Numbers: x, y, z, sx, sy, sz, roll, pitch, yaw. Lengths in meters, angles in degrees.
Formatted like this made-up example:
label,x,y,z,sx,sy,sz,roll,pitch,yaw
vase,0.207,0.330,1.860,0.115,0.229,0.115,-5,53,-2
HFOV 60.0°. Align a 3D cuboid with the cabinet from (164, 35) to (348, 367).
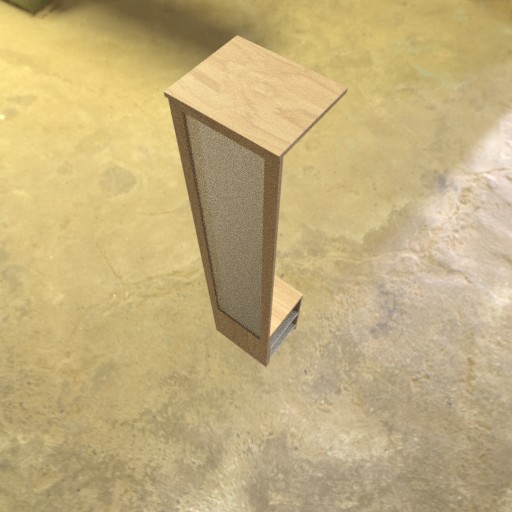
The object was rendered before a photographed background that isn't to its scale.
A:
label,x,y,z,sx,sy,sz,roll,pitch,yaw
cabinet,0.000,0.000,2.084,0.411,1.879,0.338,34,65,18
